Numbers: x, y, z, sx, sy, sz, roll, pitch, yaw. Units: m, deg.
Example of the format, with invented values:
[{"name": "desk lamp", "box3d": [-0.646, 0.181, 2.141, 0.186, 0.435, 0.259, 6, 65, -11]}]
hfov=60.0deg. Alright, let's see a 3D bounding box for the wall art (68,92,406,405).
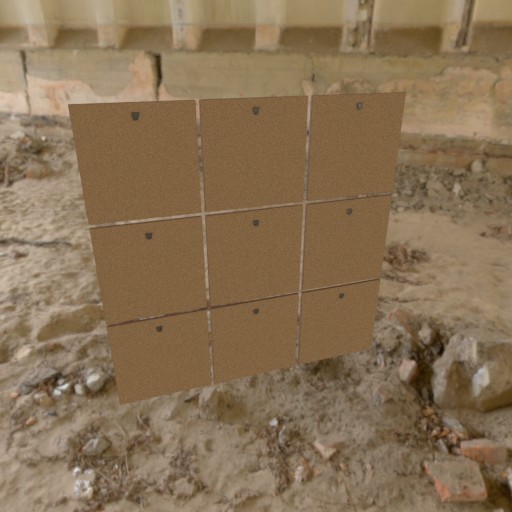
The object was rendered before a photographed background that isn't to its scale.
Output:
[{"name": "wall art", "box3d": [0.000, 0.000, 1.801, 1.221, 1.218, 0.019, -8, 27, -17]}]
